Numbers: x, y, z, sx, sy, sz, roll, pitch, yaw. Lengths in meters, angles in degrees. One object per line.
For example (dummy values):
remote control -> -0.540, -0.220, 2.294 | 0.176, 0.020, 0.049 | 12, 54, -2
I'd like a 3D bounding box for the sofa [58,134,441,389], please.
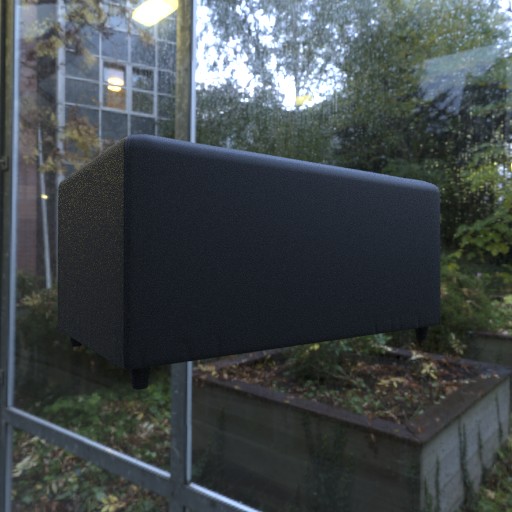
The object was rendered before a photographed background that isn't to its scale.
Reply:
sofa -> 0.000, 0.000, 1.883 | 1.410, 0.735, 0.845 | 0, -1, -35
